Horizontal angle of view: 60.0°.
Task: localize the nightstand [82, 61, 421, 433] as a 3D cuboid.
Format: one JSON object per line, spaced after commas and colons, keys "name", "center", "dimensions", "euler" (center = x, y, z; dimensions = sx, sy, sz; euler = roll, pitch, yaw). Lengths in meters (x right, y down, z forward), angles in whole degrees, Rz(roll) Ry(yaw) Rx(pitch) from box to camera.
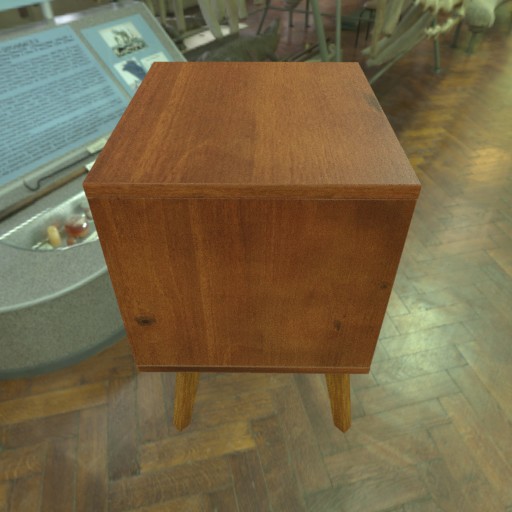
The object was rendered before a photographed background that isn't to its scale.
{"name": "nightstand", "center": [0.000, 0.000, 0.902], "dimensions": [0.411, 0.618, 0.460], "euler": [0, 41, 0]}
